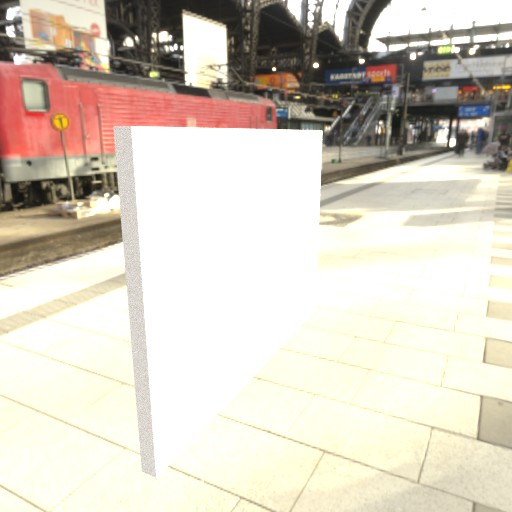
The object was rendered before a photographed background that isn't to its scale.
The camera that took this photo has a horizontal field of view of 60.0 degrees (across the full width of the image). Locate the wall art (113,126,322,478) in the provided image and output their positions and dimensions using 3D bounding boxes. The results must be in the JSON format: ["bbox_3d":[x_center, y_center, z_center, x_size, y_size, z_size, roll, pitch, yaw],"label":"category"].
[{"bbox_3d":[0.000,0.000,1.641,0.051,0.902,1.308,7,17,25],"label":"wall art"}]
